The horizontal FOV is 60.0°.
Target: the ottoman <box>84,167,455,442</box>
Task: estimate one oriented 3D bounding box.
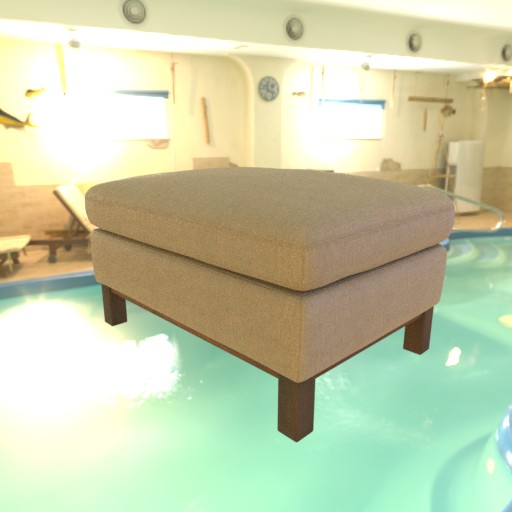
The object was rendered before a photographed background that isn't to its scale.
[{"bbox_3d":[0.000,0.000,1.046,0.528,0.404,0.735,-14,21,-42],"label":"ottoman"}]
